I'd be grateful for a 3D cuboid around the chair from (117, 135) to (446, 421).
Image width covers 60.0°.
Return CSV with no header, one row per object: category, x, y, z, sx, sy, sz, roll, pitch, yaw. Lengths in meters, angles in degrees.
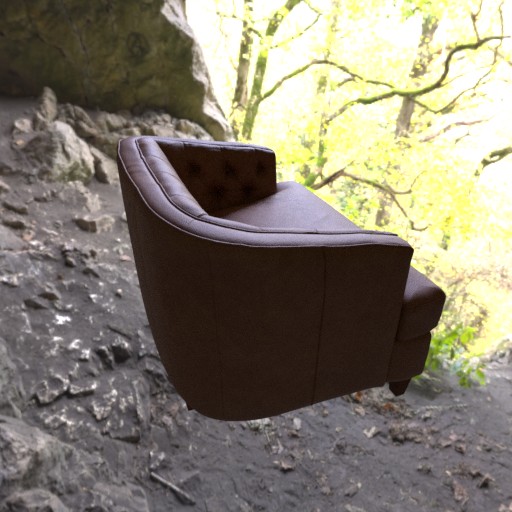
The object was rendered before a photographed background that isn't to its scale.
chair,0.000,0.000,1.726,0.911,0.836,1.119,-11,32,-18
